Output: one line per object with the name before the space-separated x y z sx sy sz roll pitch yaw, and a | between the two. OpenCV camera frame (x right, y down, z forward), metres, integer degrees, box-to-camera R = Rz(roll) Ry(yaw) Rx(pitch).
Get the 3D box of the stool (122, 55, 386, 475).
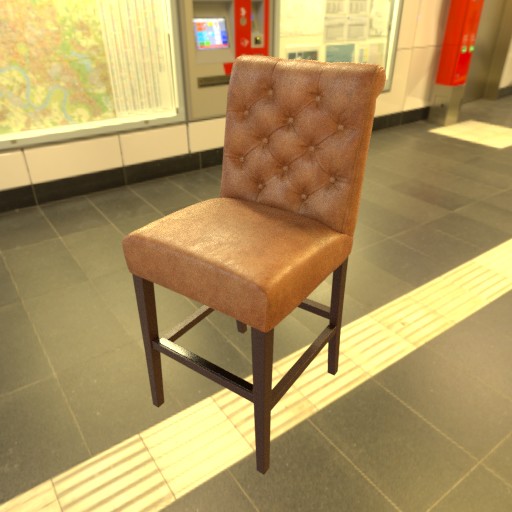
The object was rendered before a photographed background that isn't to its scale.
stool | 0.000 0.000 1.333 0.493 1.047 0.601 19 35 30
